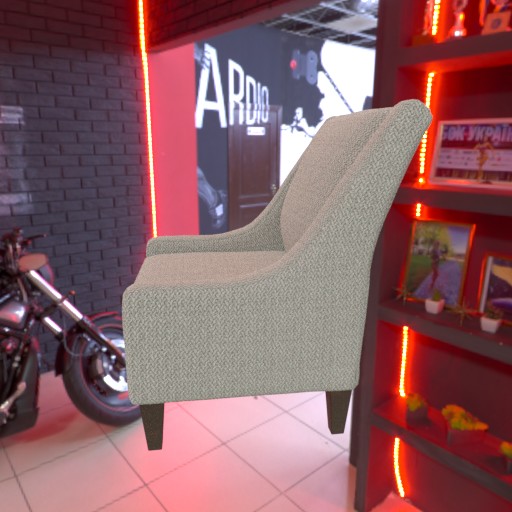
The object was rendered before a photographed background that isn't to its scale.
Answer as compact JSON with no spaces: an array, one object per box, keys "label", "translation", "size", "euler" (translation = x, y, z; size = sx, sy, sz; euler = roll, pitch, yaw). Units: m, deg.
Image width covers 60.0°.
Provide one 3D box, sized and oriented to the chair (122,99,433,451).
[{"label":"chair","translation":[0.000,0.000,1.600],"size":[0.870,1.014,0.774],"euler":[-2,14,-8]}]
